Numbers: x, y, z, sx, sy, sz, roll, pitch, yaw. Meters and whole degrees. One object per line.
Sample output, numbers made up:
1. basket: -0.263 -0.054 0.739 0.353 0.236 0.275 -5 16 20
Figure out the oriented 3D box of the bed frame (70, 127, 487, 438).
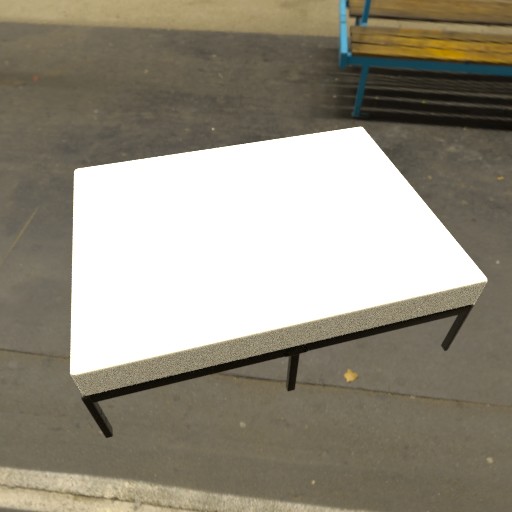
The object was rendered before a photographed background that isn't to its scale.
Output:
1. bed frame: 0.000 0.000 2.797 2.072 0.659 1.557 -11 48 -10
